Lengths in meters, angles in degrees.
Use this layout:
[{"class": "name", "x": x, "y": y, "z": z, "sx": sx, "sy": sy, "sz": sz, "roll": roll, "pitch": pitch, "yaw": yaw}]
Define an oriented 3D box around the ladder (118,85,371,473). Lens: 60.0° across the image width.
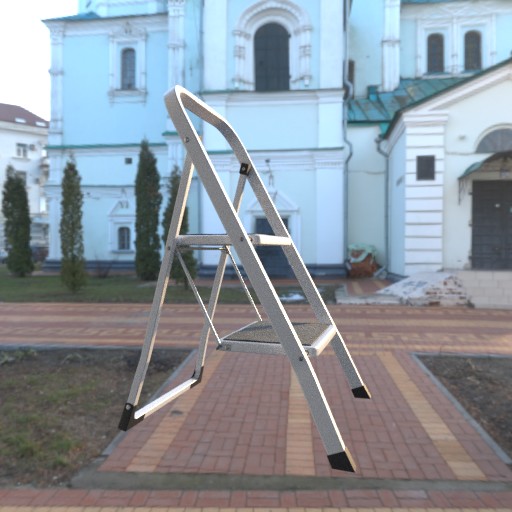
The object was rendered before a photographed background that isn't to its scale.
[{"class": "ladder", "x": 0.000, "y": 0.000, "z": 1.132, "sx": 0.544, "sy": 0.810, "sz": 0.460, "roll": 0, "pitch": 1, "yaw": 18}]
